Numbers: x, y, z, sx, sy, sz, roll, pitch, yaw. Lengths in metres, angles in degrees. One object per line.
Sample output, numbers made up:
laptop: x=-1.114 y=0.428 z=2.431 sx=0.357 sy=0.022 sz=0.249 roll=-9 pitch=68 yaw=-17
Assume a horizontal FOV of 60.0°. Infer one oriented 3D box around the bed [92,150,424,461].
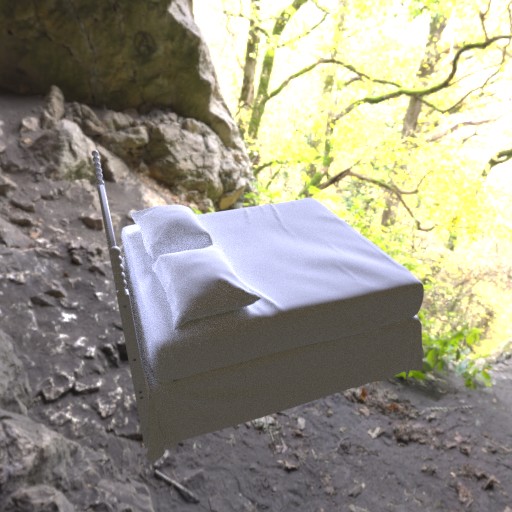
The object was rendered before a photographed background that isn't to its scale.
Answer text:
bed: x=0.000 y=0.000 z=3.287 sx=2.040 sy=1.356 sz=1.873 roll=-11 pitch=31 yaw=-18
